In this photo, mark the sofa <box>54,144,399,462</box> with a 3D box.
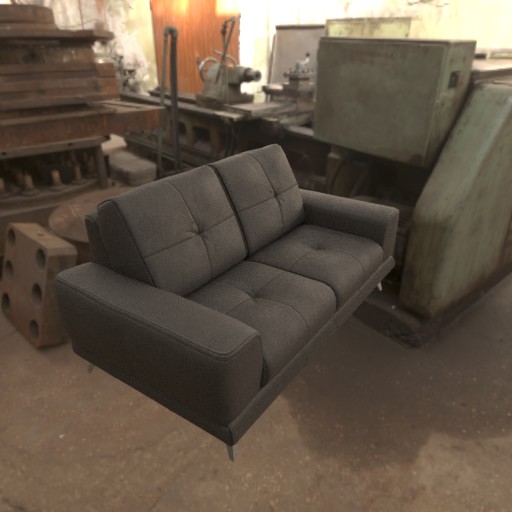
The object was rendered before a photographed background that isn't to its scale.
[{"bbox_3d":[0.000,0.000,2.398,1.018,0.907,1.806,17,31,31],"label":"sofa"}]
